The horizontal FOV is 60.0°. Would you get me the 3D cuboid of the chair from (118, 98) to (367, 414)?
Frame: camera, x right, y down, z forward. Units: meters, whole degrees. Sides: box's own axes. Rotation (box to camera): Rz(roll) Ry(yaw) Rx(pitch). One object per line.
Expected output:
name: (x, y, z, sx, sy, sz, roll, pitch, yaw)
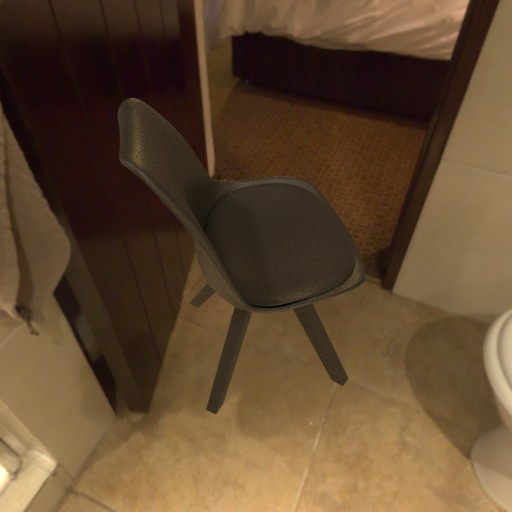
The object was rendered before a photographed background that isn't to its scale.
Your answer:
chair: (0.000, 0.000, 1.208, 0.550, 0.850, 0.485, -10, 48, -9)
